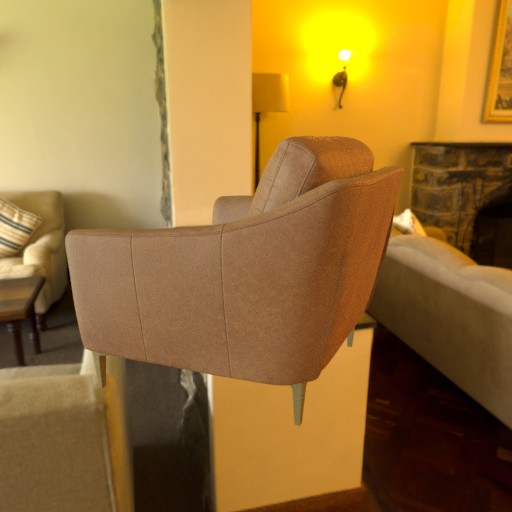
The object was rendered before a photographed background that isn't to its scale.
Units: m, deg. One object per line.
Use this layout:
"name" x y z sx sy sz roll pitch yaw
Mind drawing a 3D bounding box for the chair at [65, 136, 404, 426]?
"chair" 0.000 0.000 1.709 0.963 0.895 0.988 8 17 26
